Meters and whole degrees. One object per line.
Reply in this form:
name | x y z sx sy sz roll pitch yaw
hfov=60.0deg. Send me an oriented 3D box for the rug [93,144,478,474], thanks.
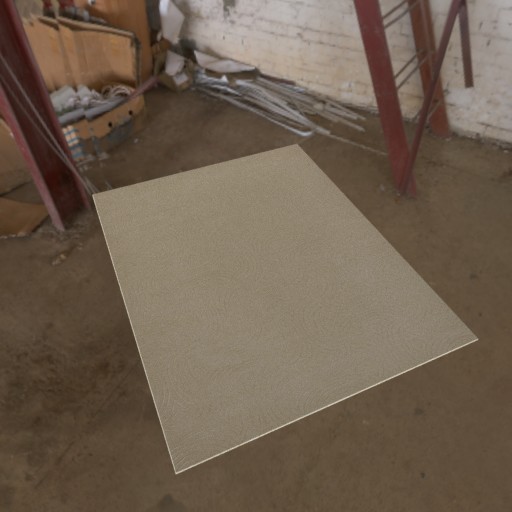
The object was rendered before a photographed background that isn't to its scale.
rug | 0.000 0.000 3.453 2.073 0.011 2.584 -18 49 -16
